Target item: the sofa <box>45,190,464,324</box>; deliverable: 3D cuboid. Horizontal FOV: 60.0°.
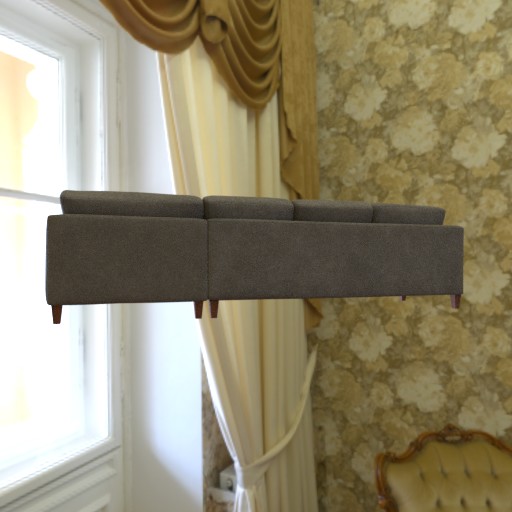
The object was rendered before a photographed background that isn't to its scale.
[{"bbox_3d":[0.000,0.000,4.217,3.471,0.950,1.604,0,-1,-17],"label":"sofa"}]
